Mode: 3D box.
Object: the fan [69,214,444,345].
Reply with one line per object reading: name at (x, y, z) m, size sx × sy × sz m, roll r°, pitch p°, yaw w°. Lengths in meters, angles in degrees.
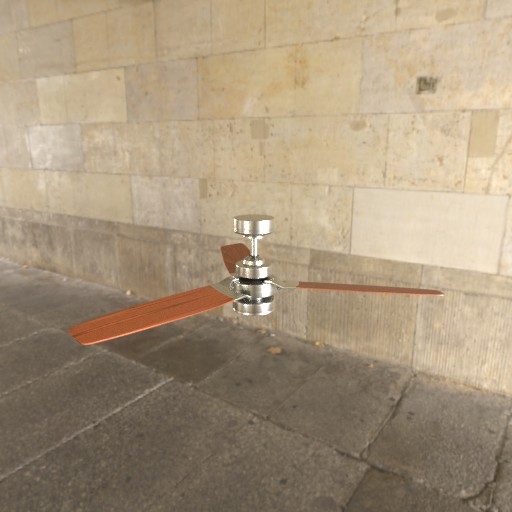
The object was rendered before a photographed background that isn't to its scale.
fan at (0.000, 0.000, 2.050) m, size 1.416 × 0.410 × 1.271 m, roll -2°, pitch 14°, yaw -10°
